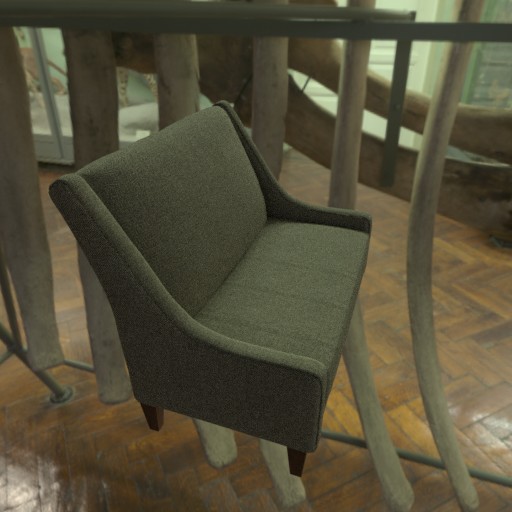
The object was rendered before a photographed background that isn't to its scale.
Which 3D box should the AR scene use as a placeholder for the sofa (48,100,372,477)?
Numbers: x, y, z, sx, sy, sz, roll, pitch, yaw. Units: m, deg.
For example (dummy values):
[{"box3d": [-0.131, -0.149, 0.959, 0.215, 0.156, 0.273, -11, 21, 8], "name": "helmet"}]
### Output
[{"box3d": [0.000, 0.000, 1.889, 0.870, 1.021, 1.242, 10, 32, 17], "name": "sofa"}]
